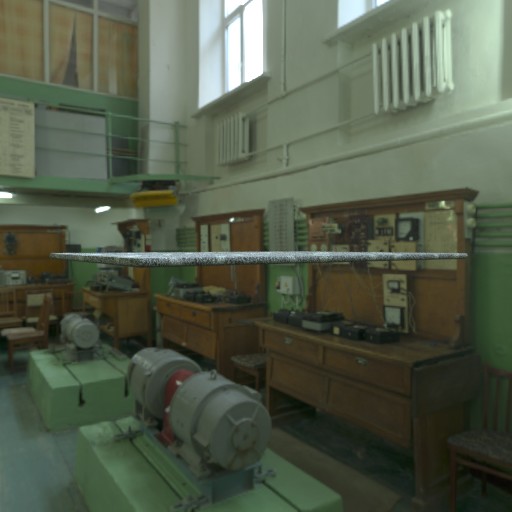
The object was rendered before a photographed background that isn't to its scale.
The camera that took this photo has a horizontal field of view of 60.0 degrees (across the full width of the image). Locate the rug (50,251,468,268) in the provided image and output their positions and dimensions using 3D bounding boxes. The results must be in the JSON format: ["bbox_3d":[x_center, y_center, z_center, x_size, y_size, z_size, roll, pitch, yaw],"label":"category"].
[{"bbox_3d":[0.000,0.000,2.107,1.600,0.025,1.200,-1,1,-35],"label":"rug"}]
